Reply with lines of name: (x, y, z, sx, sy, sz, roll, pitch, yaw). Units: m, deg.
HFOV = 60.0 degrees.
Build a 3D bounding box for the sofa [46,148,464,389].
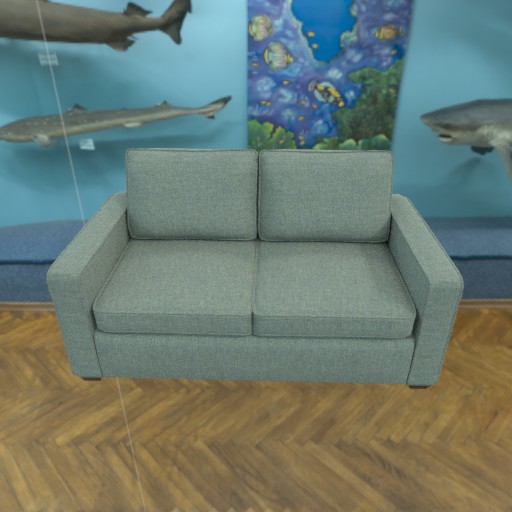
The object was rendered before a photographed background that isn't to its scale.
sofa: (0.000, 0.000, 2.226, 1.706, 0.915, 0.945, 1, 30, 2)
